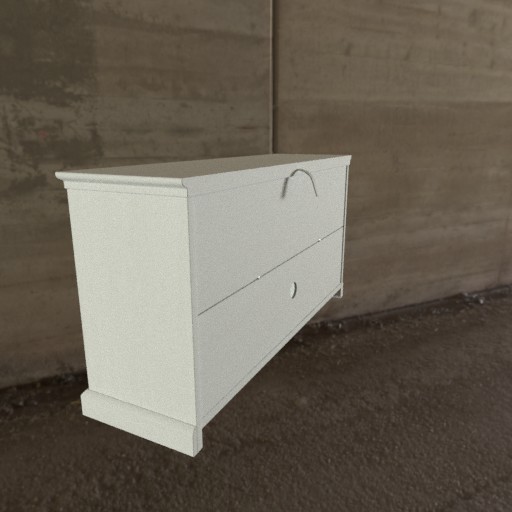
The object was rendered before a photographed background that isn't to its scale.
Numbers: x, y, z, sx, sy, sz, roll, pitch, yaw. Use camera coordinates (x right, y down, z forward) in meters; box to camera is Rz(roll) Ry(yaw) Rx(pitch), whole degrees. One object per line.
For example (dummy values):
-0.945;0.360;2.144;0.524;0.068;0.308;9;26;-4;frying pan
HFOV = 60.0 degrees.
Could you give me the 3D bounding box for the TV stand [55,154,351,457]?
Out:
0.000;0.000;1.488;0.424;0.624;1.187;8;17;26;TV stand
